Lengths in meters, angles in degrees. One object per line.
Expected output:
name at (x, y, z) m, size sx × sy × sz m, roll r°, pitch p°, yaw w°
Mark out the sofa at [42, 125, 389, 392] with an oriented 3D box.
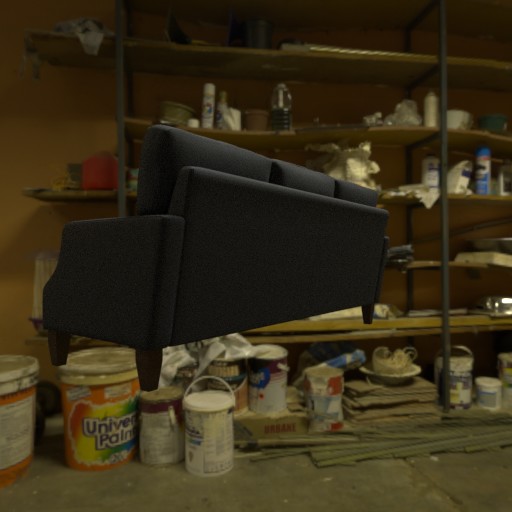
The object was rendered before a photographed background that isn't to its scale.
sofa at (0.000, 0.000, 2.579) m, size 0.888 × 0.984 × 2.115 m, roll 0°, pitch 0°, yaw 37°
